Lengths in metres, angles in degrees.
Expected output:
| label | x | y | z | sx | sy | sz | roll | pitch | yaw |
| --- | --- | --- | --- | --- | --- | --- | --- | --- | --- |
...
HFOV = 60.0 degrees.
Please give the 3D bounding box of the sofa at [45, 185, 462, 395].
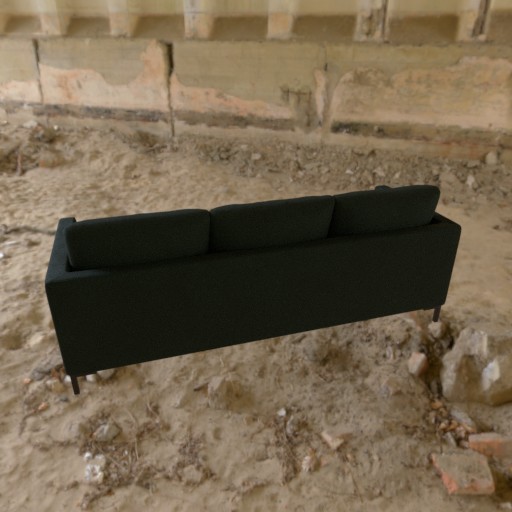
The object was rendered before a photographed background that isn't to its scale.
| label | x | y | z | sx | sy | sz | roll | pitch | yaw |
| --- | --- | --- | --- | --- | --- | --- | --- | --- | --- |
| sofa | 0.000 | 0.000 | 2.693 | 2.218 | 0.870 | 0.859 | -8 | 28 | -15 |
